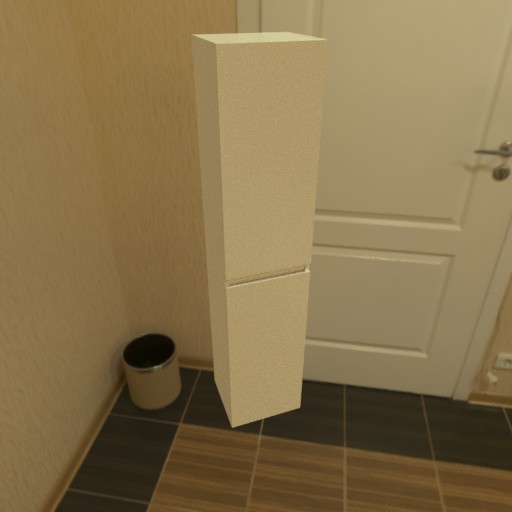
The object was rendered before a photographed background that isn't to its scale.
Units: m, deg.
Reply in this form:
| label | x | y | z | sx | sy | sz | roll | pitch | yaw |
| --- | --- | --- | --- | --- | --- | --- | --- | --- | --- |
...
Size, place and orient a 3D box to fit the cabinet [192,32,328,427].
| label | x | y | z | sx | sy | sz | roll | pitch | yaw |
| --- | --- | --- | --- | --- | --- | --- | --- | --- | --- |
| cabinet | 0.000 | 0.000 | 1.575 | 0.300 | 1.400 | 0.269 | -10 | 32 | -17 |
